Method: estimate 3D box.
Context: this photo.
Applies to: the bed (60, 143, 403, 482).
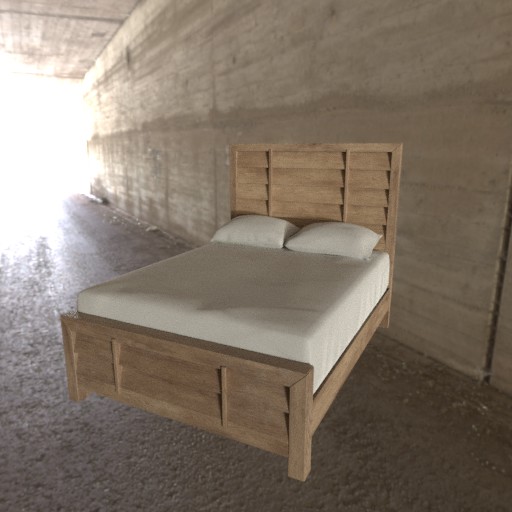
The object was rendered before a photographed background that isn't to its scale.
[{"bbox_3d":[0.000,0.000,3.276,1.626,1.626,2.197,7,15,26],"label":"bed"}]
